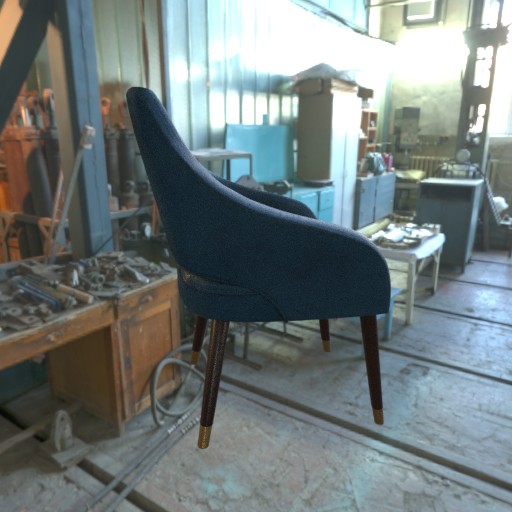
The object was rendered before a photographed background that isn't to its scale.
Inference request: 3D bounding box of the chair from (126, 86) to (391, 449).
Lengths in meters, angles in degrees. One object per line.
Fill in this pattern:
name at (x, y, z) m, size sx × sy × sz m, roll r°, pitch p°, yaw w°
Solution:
chair at (0.000, 0.000, 1.557) m, size 0.794 × 1.081 × 0.683 m, roll -3°, pitch 16°, yaw -10°
